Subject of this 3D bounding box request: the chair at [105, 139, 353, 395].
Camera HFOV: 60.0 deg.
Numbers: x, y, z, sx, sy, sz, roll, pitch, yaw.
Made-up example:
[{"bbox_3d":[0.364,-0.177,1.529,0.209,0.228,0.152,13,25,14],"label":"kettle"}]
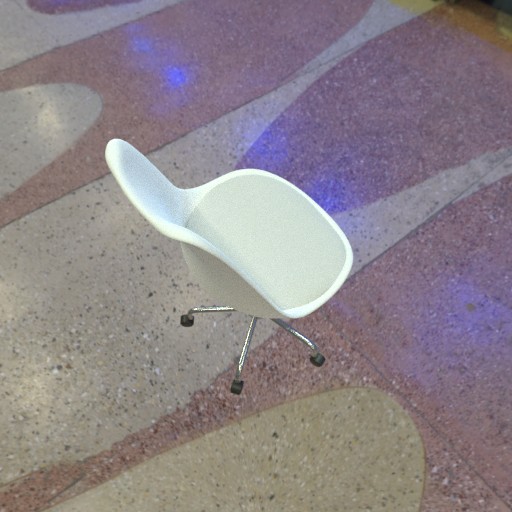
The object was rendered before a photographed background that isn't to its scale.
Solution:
[{"bbox_3d":[0.000,0.000,1.240,0.550,0.930,0.550,-33,64,-18],"label":"chair"}]
